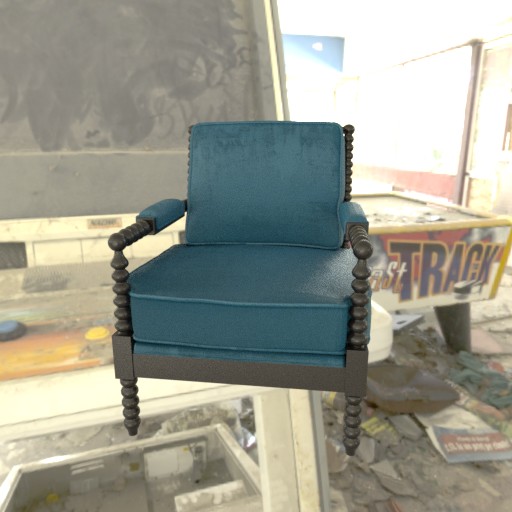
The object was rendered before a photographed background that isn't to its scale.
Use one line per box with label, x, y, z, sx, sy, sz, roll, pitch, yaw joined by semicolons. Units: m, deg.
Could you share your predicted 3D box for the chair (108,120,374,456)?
chair;0.000;0.000;1.427;0.688;0.857;0.805;2;15;8
